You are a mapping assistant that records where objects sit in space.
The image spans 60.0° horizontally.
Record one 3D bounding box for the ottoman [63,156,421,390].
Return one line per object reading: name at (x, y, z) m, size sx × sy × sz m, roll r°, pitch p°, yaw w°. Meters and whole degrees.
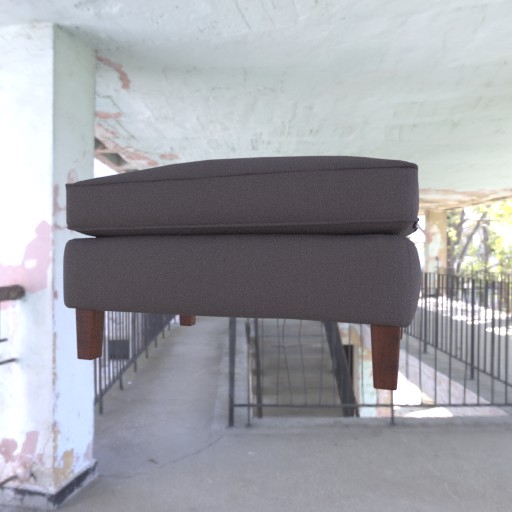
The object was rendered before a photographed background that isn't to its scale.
ottoman at (0.000, 0.000, 0.988) m, size 0.686 × 0.406 × 0.508 m, roll 0°, pitch 1°, yaw 19°
